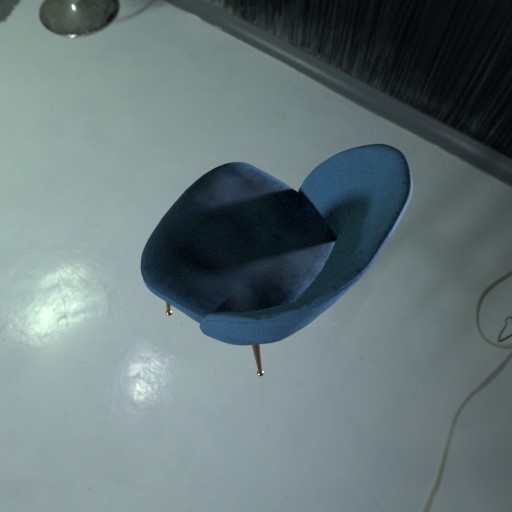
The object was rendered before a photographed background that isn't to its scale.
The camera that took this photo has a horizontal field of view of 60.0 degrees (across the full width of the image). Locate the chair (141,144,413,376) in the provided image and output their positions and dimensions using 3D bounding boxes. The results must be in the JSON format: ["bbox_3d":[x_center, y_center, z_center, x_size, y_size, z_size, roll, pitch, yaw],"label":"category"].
[{"bbox_3d":[0.000,0.000,1.233,0.577,0.860,0.527,31,68,14],"label":"chair"}]
